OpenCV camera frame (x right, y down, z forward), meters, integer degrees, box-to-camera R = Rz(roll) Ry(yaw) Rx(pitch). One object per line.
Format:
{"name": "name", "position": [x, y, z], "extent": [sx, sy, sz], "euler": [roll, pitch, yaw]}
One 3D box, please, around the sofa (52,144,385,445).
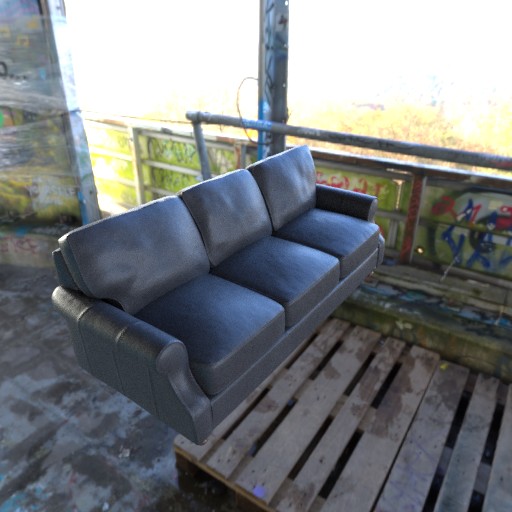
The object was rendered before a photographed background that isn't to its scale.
{"name": "sofa", "position": [0.000, 0.000, 2.884], "extent": [0.974, 0.977, 2.387], "euler": [18, 32, 31]}
